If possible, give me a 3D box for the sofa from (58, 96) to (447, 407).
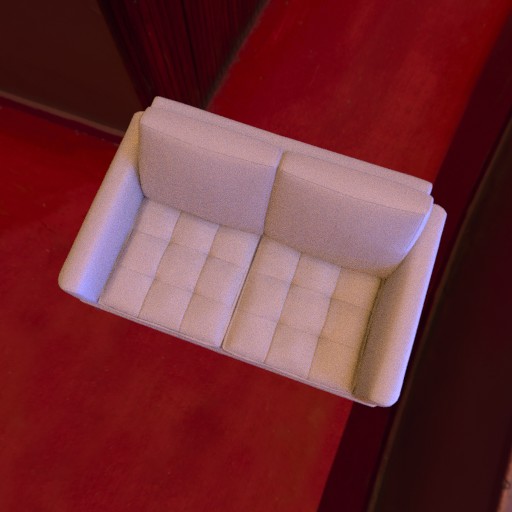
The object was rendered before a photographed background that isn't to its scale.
[{"bbox_3d":[0.000,0.000,2.427,1.819,0.930,1.121,19,76,5],"label":"sofa"}]
